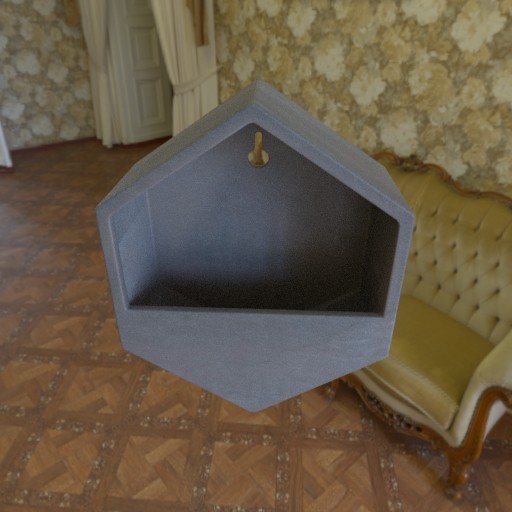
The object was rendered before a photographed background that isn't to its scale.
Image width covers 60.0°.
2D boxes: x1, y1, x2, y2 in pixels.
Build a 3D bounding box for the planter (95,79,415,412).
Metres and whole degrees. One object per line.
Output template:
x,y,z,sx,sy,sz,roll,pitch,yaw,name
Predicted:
0.000,0.000,0.289,0.169,0.206,0.077,1,30,2,planter
